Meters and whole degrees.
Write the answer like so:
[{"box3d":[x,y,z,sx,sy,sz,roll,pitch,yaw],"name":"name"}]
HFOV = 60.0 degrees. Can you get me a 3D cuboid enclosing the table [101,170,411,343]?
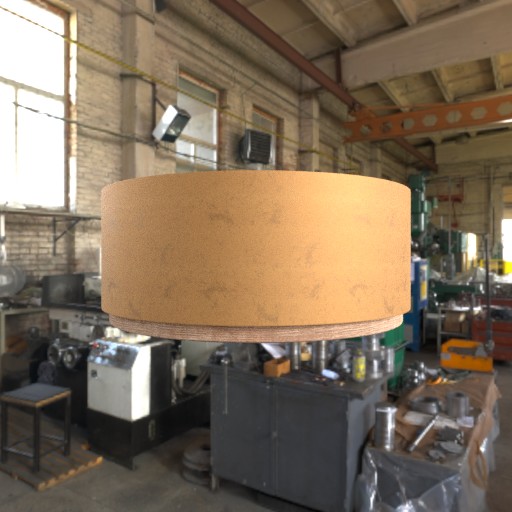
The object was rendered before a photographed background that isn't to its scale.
[{"box3d":[0.000,0.000,1.519,1.001,0.409,1.001,0,0,0],"name":"table"}]
